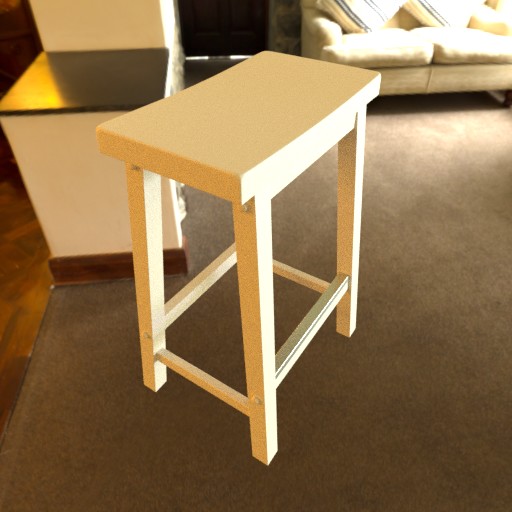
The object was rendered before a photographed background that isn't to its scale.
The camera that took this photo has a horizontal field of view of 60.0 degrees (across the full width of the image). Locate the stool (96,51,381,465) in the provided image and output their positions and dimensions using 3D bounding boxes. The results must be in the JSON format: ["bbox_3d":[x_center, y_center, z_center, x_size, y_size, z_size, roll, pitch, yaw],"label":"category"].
[{"bbox_3d":[0.000,0.000,0.842,0.322,0.610,0.406,23,45,25],"label":"stool"}]
